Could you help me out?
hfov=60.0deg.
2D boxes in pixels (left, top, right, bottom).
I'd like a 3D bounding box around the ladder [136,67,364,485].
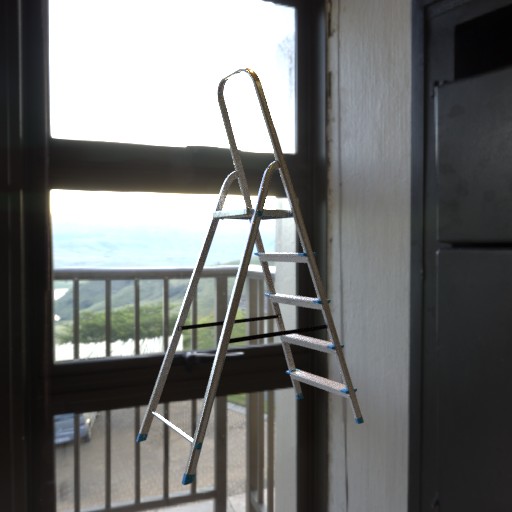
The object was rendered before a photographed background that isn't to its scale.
[{"bbox_3d":[0.000,0.000,2.072,0.990,1.648,0.468,-1,1,-36],"label":"ladder"}]
